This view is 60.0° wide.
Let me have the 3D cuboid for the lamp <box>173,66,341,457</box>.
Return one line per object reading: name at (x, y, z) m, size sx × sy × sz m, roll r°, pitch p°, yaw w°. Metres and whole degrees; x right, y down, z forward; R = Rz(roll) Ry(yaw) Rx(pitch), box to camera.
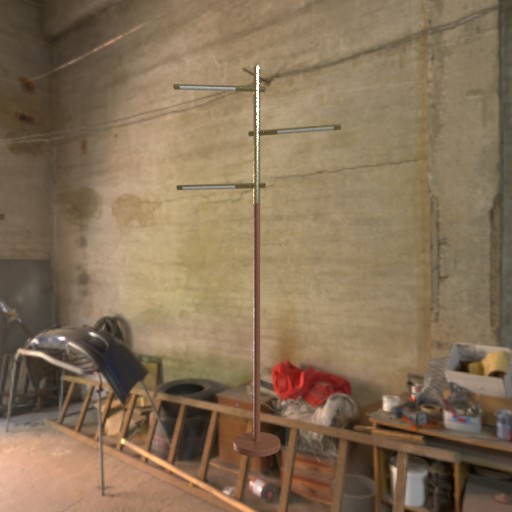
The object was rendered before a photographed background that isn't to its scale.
lamp at (0.000, 0.000, 1.991) m, size 0.737 × 1.704 × 0.209 m, roll 0°, pitch -1°, yaw 1°
